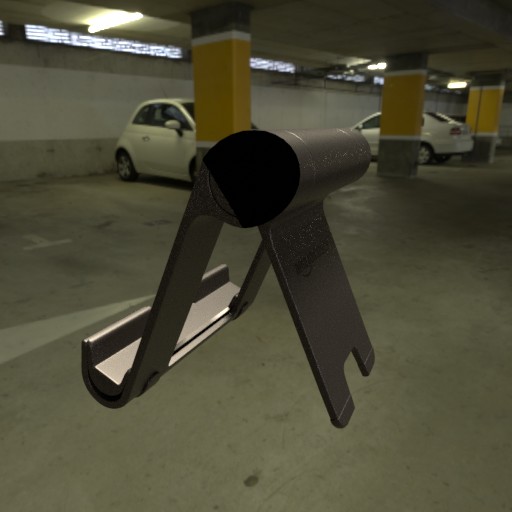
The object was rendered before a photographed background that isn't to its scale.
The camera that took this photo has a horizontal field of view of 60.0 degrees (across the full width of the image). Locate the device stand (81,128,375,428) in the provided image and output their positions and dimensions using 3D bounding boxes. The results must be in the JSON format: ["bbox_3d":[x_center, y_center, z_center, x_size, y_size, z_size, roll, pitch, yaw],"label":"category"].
[{"bbox_3d":[0.000,0.000,0.151,0.079,0.084,0.088,8,18,24],"label":"device stand"}]
